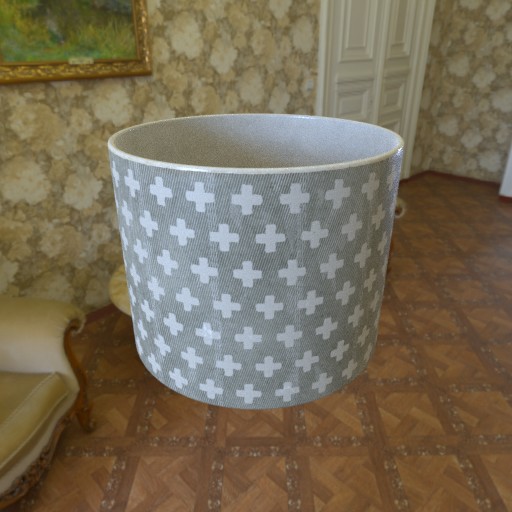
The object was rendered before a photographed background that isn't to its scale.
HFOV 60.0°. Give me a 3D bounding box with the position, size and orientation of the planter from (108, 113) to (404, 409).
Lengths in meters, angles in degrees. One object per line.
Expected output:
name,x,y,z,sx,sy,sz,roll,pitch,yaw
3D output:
planter,0.000,0.000,0.335,0.190,0.181,0.190,0,25,0
